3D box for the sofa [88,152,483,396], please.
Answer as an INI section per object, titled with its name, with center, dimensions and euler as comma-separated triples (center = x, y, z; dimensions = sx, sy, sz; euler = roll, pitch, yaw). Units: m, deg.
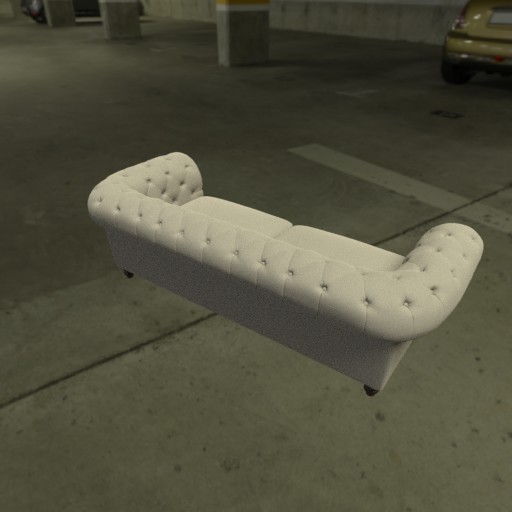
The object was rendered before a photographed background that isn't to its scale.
[sofa]
center = 0.000, 0.000, 2.803
dimensions = 2.411, 0.749, 0.991
euler = 20, 37, 30
